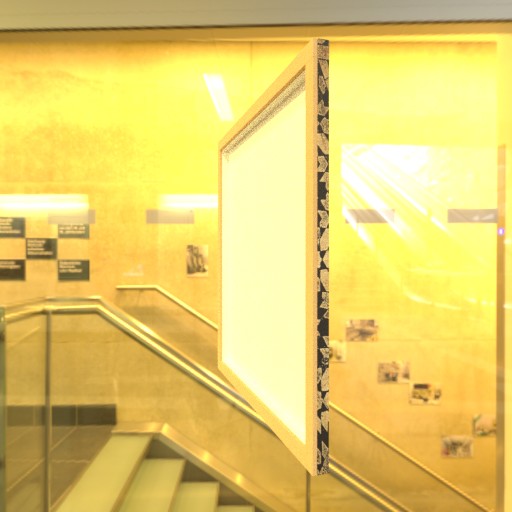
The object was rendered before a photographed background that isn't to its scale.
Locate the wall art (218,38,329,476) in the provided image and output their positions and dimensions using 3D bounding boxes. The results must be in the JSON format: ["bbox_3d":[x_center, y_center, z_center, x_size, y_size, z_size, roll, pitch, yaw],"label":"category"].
[{"bbox_3d":[0.000,0.000,1.362,0.038,0.914,0.914,0,0,-17],"label":"wall art"}]
